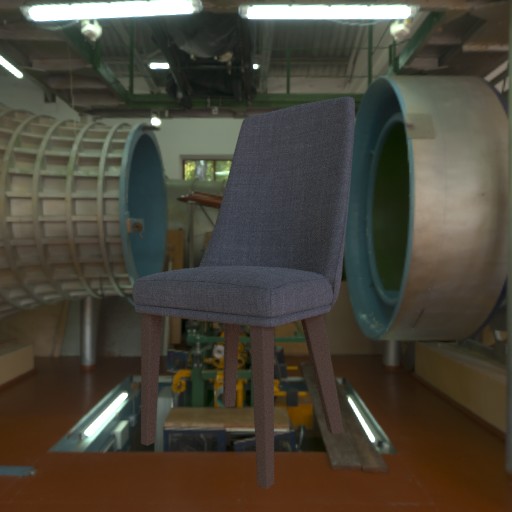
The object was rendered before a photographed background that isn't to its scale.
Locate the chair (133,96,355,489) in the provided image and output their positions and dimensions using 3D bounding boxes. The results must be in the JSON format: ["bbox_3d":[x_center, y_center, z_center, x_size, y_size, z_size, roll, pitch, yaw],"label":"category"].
[{"bbox_3d":[0.000,0.000,1.329,0.510,1.050,0.577,0,1,35],"label":"chair"}]
